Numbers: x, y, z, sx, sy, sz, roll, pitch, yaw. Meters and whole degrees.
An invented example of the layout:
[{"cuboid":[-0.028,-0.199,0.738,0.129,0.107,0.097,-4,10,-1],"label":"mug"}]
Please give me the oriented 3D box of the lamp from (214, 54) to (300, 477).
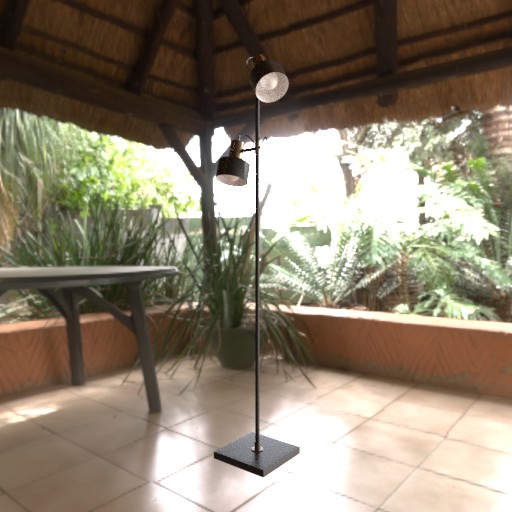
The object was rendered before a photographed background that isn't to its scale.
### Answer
[{"cuboid":[0.000,0.000,1.666,0.315,1.505,0.233,0,1,38],"label":"lamp"}]
